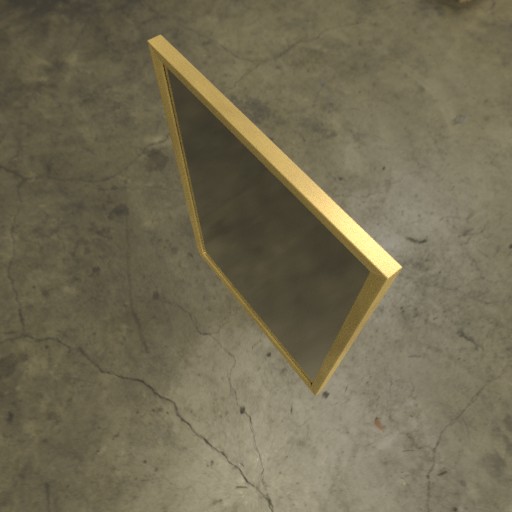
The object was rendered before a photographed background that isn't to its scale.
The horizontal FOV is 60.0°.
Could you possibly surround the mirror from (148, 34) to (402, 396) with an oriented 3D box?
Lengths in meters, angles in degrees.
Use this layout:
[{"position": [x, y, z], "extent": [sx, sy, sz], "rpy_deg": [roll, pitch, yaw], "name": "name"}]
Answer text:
[{"position": [0.000, 0.000, 1.328], "extent": [0.040, 1.016, 0.762], "rpy_deg": [-34, 67, -17], "name": "mirror"}]
